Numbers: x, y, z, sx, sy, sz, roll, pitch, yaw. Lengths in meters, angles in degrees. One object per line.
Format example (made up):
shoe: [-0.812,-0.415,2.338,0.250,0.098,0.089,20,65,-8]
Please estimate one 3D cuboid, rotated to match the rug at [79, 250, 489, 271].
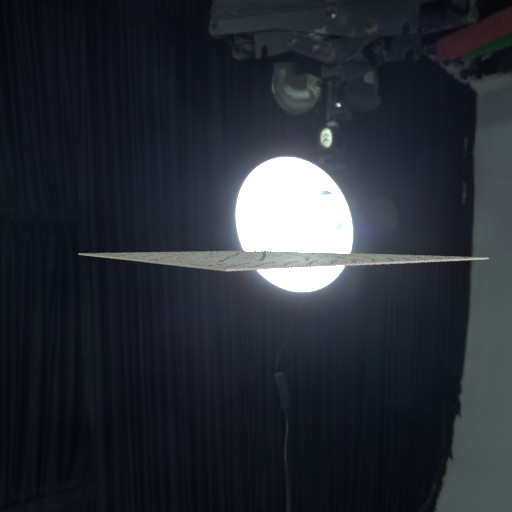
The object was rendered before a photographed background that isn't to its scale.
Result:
rug: [0.000,0.000,4.104,2.446,0.015,3.046,-1,2,-34]
